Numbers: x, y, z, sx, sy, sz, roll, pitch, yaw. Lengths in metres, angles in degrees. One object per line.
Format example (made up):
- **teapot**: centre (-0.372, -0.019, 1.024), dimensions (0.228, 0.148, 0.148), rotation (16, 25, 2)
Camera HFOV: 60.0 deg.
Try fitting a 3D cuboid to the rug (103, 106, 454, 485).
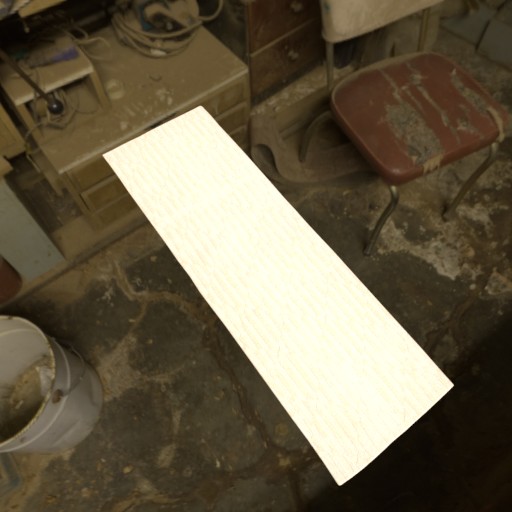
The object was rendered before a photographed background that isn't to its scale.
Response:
- **rug**: centre (0.000, 0.000, 2.639), dimensions (0.793, 0.014, 2.450), rotation (-33, 67, -15)
